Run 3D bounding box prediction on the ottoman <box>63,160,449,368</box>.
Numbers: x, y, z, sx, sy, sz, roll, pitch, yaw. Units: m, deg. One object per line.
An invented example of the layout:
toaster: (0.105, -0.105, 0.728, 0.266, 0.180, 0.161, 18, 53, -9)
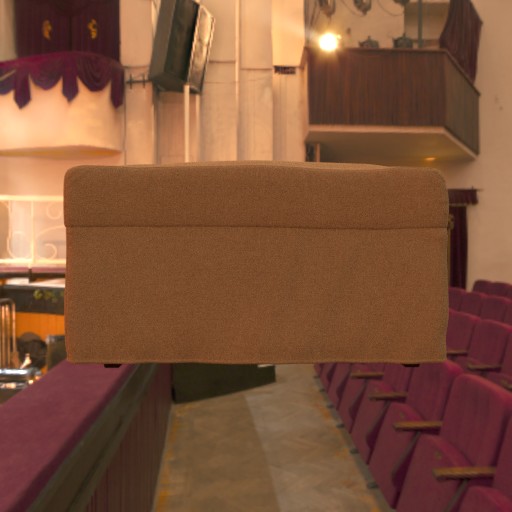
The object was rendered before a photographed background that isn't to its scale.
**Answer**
ottoman: (0.000, 0.000, 1.254, 0.833, 0.485, 0.650, 0, 1, 0)
